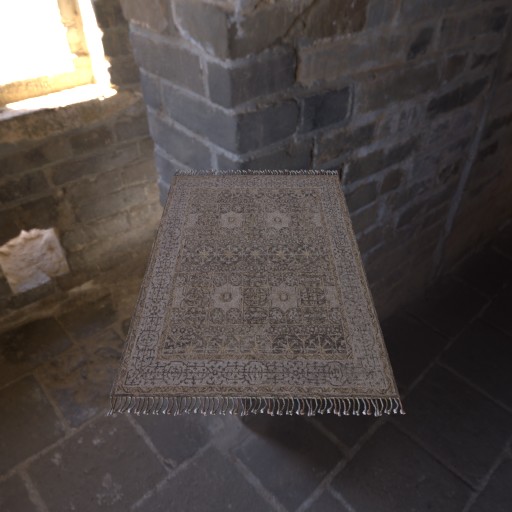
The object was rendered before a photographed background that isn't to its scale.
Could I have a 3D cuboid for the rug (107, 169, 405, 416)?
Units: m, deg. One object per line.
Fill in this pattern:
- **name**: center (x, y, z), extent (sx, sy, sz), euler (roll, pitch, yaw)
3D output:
- **rug**: center (0.000, 0.000, 2.592), extent (1.237, 0.010, 2.029), euler (0, 40, 0)
